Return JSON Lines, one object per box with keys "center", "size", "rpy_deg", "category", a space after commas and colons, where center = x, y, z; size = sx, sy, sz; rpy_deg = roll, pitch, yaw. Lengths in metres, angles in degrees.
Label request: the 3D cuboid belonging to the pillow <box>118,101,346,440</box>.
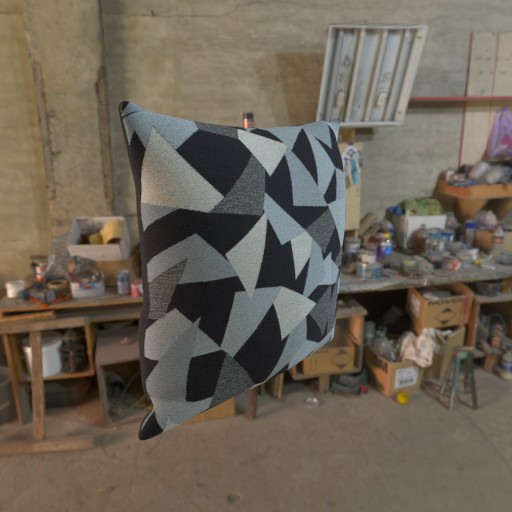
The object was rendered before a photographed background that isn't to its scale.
{"center": [0.000, 0.000, 0.784], "size": [0.208, 0.496, 0.503], "rpy_deg": [14, 21, 42], "category": "pillow"}
